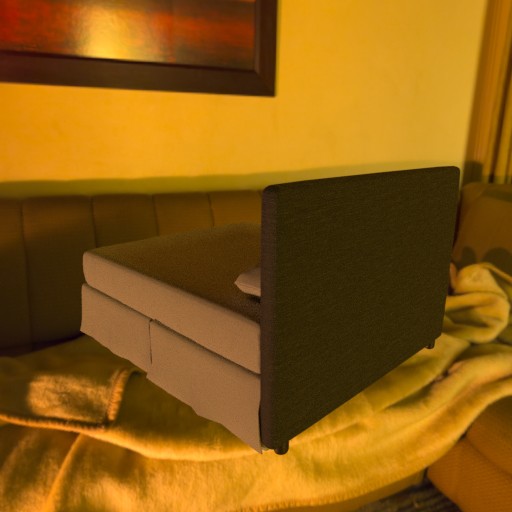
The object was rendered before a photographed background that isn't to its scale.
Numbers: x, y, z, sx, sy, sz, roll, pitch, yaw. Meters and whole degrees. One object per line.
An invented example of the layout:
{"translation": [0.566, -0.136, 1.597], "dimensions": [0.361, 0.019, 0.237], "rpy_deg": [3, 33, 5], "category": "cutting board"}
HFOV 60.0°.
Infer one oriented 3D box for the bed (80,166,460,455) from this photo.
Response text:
{"translation": [0.000, 0.000, 3.261], "dimensions": [1.884, 1.330, 2.142], "rpy_deg": [-14, 21, -42], "category": "bed"}
